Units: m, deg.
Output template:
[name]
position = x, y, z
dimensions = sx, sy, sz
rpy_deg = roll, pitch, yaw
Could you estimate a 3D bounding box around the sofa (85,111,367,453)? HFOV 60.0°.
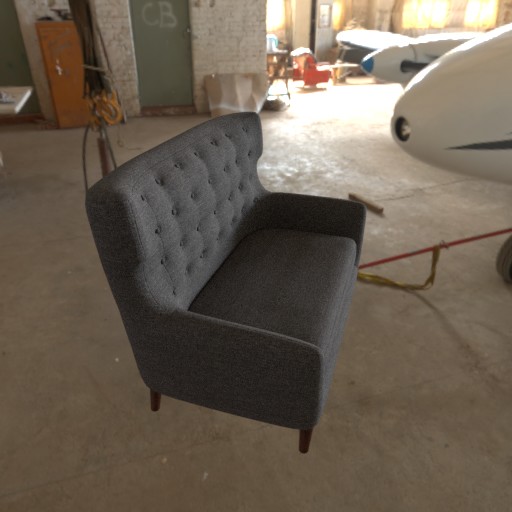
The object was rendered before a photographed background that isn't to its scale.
[sofa]
position = 0.000, 0.000, 2.047
dimensions = 0.874, 1.028, 1.358
rpy_deg = 9, 30, 16
